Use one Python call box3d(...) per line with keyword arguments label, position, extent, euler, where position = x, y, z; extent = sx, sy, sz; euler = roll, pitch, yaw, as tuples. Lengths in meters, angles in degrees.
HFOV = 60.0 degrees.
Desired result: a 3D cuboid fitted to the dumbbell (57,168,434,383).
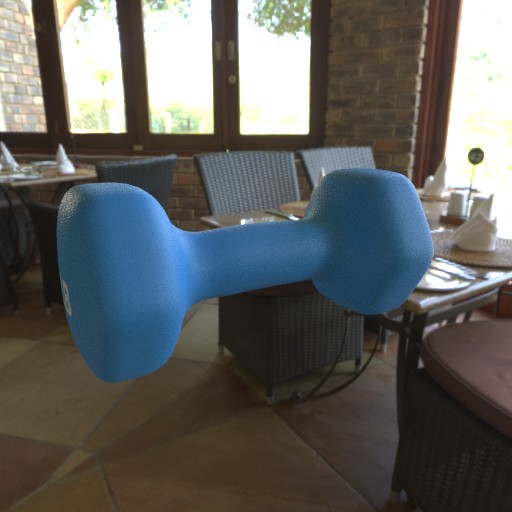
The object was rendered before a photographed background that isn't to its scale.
box3d(label="dumbbell", position=(0.000, 0.000, 0.187), extent=(0.152, 0.066, 0.074), euler=(-9, 19, -27))
